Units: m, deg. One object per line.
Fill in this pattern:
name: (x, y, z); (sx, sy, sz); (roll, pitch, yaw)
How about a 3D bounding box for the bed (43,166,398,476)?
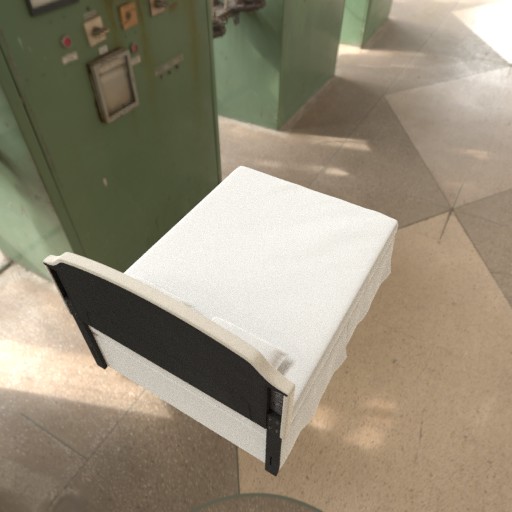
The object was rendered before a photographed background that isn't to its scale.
bed: (0.000, 0.000, 3.049); (1.558, 1.270, 1.999); (23, 50, 21)
